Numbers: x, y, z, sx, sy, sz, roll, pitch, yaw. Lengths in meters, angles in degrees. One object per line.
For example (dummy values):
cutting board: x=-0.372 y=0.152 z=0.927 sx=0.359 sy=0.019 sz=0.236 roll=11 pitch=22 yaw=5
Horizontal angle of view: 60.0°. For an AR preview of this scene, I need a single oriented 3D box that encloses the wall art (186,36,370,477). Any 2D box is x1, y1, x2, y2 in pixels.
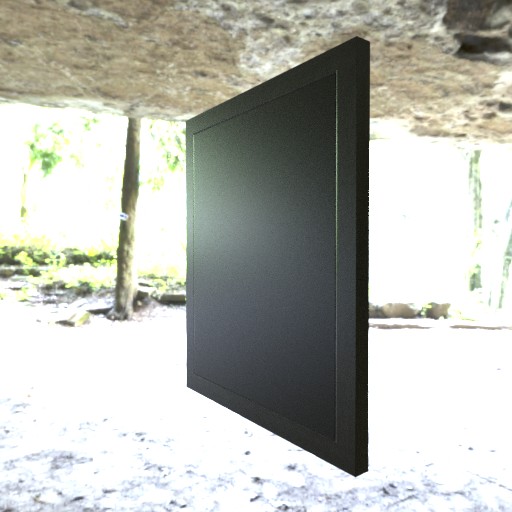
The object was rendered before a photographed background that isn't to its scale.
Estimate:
wall art: x=0.000 y=0.000 z=0.783 sx=0.027 sy=0.580 sz=0.479 roll=-1 pitch=1 yaw=-36
